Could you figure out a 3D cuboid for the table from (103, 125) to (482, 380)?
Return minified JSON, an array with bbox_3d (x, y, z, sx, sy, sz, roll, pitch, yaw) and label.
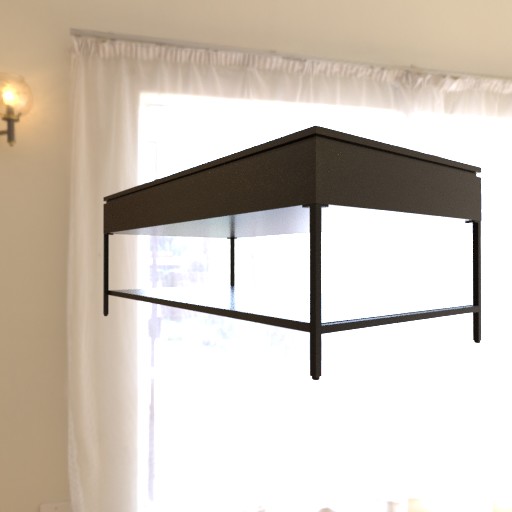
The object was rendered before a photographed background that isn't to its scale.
[{"bbox_3d":[0.000,0.000,1.359,0.574,0.435,1.095,0,-1,-37],"label":"table"}]
